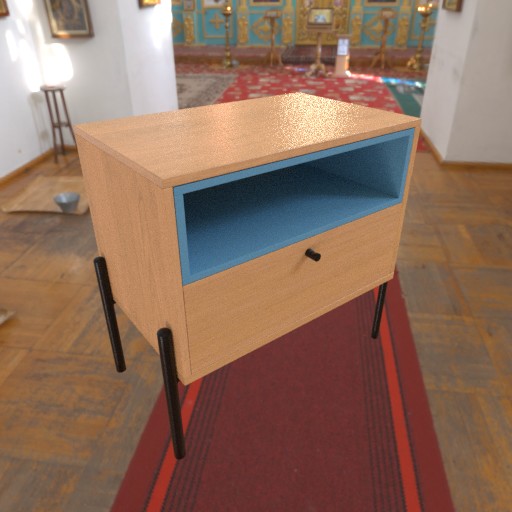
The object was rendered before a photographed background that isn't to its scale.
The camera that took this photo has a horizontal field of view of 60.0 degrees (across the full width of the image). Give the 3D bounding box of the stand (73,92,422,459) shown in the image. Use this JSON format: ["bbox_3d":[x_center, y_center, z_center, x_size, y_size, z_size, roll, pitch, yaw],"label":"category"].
[{"bbox_3d":[0.000,0.000,1.016,0.630,0.600,0.400,-21,36,-32],"label":"stand"}]
